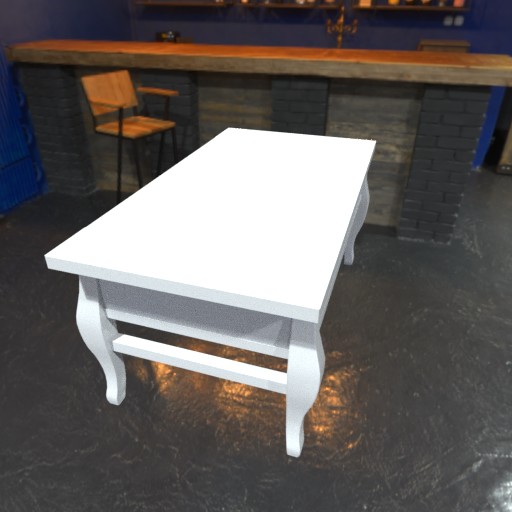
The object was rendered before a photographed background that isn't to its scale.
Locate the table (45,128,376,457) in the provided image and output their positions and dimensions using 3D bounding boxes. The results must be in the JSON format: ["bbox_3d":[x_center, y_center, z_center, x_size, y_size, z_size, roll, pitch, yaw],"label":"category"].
[{"bbox_3d":[0.000,0.000,1.409,0.600,0.495,1.062,10,32,16],"label":"table"}]
